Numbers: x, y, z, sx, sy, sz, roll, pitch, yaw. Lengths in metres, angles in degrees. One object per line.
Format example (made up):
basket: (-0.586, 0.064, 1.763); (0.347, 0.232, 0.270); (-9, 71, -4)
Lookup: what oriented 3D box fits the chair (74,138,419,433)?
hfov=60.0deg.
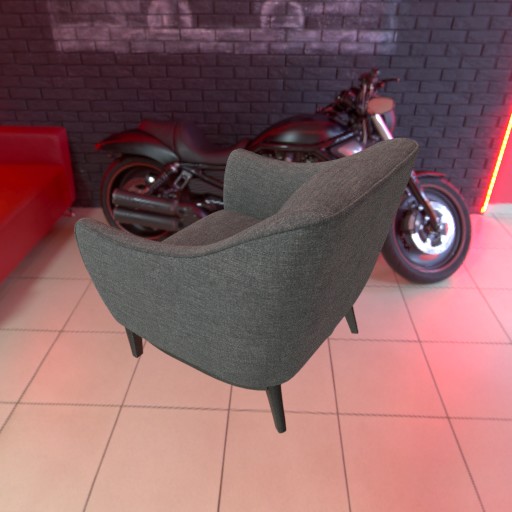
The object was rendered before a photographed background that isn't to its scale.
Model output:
chair: (0.000, 0.000, 1.578); (0.851, 0.829, 0.870); (20, 38, 29)
